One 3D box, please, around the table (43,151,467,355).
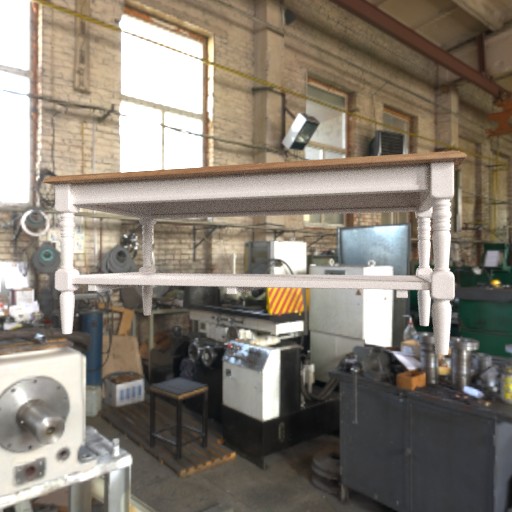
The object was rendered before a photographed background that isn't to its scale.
[{"bbox_3d":[0.000,0.000,1.388,1.118,0.458,0.559,0,-1,16],"label":"table"}]
